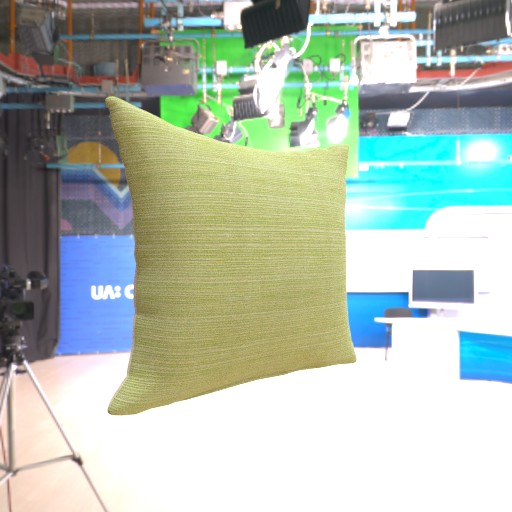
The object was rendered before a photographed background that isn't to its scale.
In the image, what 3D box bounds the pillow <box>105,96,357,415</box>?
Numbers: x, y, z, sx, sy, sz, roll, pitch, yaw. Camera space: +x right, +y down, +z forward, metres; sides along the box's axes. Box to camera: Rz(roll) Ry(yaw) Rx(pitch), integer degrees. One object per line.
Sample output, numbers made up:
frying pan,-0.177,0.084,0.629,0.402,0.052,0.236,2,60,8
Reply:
pillow,0.000,0.000,0.828,0.560,0.487,0.229,-1,1,-37
